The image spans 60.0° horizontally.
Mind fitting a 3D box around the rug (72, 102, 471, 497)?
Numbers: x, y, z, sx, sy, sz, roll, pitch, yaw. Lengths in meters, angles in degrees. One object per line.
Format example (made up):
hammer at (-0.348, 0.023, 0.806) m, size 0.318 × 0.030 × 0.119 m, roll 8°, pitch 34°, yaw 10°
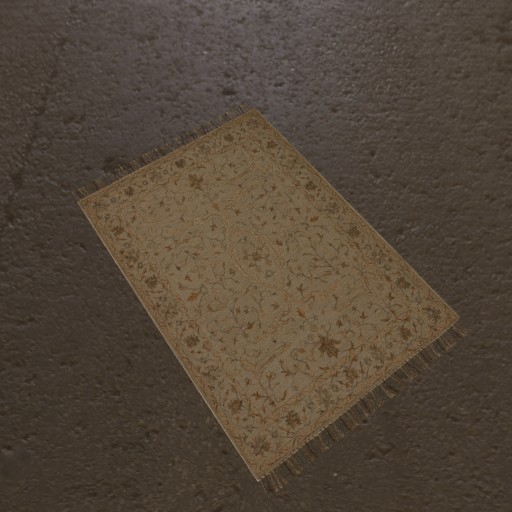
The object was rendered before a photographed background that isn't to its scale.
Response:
rug at (0.000, 0.000, 2.302) m, size 1.218 × 0.017 × 1.861 m, roll -33°, pitch 67°, yaw -16°
